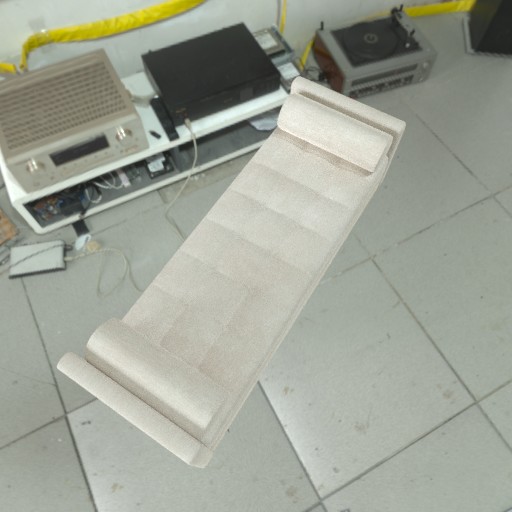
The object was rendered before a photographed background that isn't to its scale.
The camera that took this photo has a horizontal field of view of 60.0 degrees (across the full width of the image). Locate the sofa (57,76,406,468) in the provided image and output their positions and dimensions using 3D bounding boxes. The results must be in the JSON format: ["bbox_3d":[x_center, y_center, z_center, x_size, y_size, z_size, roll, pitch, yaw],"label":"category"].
[{"bbox_3d":[0.000,0.000,2.355,0.686,0.635,1.981,29,67,14],"label":"sofa"}]
